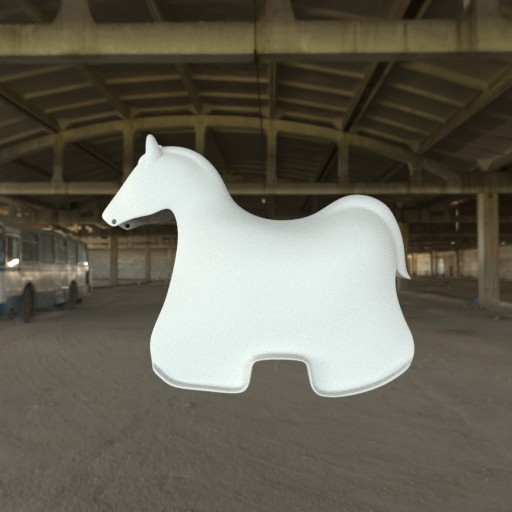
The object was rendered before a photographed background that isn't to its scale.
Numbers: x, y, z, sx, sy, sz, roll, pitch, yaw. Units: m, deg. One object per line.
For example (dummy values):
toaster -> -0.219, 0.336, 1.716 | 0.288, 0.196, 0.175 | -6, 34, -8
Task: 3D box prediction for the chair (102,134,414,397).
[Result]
chair -> 0.000, 0.000, 1.158 | 0.800, 0.612, 0.429 | 0, -1, 1
